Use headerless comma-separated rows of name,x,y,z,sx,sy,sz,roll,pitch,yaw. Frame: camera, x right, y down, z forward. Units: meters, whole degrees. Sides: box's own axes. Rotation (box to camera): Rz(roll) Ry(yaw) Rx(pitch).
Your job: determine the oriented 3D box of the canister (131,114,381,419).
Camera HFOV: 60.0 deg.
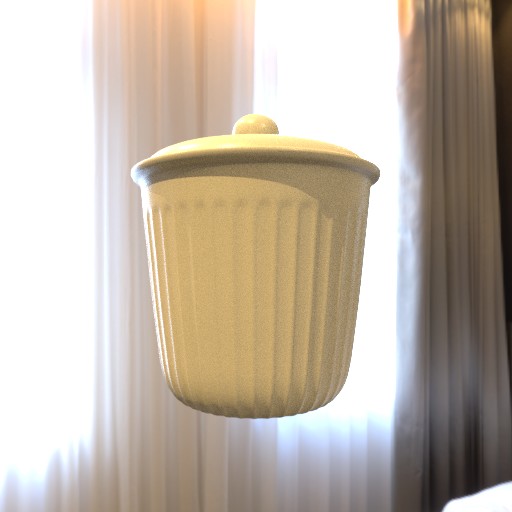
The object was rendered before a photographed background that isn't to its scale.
canister,0.000,0.000,0.332,0.181,0.211,0.181,0,-1,0
